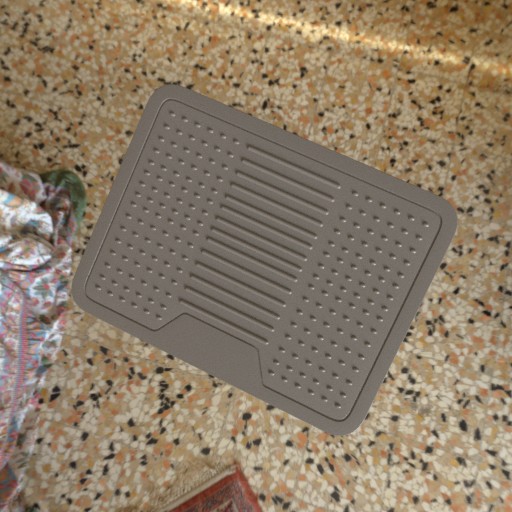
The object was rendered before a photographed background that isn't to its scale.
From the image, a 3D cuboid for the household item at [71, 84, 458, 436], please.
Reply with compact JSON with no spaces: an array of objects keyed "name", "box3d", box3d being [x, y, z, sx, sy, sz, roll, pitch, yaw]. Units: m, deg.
[{"name":"household item","box3d":[0.000,0.000,0.541,0.390,0.126,0.301,25,77,6]}]
